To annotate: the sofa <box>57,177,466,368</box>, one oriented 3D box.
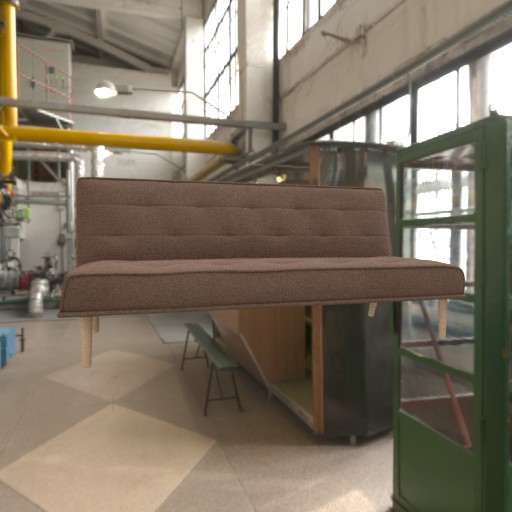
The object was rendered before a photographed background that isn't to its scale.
[{"bbox_3d":[0.000,0.000,2.341,1.820,0.810,1.038,-1,2,-17],"label":"sofa"}]
